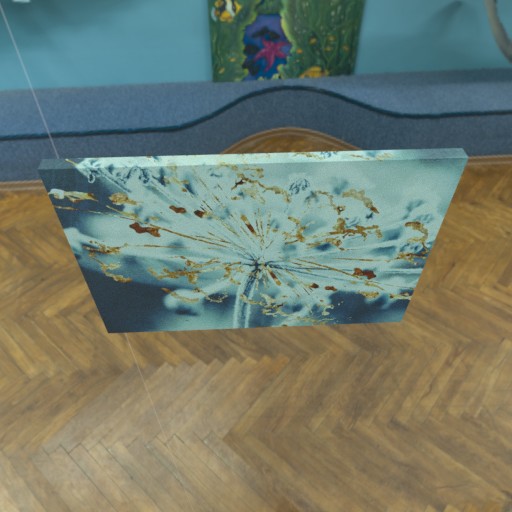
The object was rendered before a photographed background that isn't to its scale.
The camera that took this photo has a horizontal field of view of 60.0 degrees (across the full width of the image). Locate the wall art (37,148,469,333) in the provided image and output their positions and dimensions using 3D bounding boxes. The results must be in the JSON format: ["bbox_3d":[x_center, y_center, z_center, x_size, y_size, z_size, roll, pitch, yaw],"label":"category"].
[{"bbox_3d":[0.000,0.000,1.170,0.912,0.608,0.038,-2,47,-2],"label":"wall art"}]
